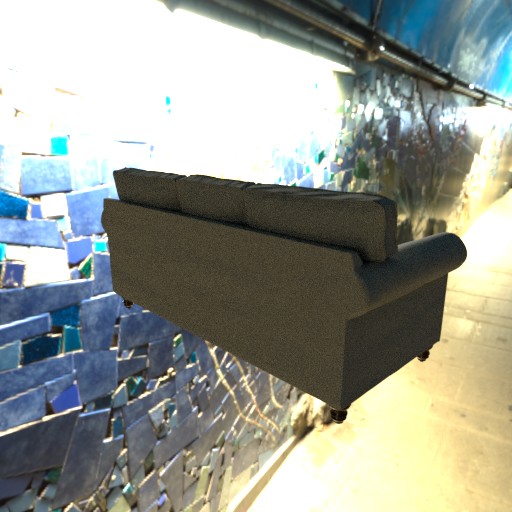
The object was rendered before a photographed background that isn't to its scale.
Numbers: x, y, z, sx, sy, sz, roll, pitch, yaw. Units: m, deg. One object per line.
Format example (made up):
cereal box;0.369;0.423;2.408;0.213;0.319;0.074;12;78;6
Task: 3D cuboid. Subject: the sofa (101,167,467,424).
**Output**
sofa;0.000;0.000;2.605;0.916;0.961;2.084;-15;21;-42
